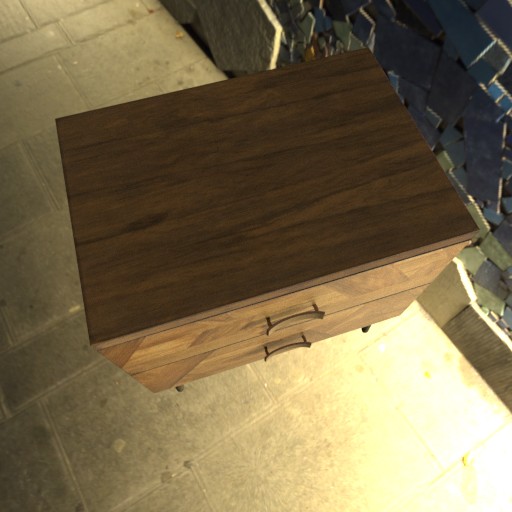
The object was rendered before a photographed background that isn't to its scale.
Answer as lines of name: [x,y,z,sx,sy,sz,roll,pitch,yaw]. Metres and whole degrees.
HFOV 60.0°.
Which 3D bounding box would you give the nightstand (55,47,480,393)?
nightstand: [0.000,0.000,1.013,0.610,0.610,0.458,-16,65,-7]
